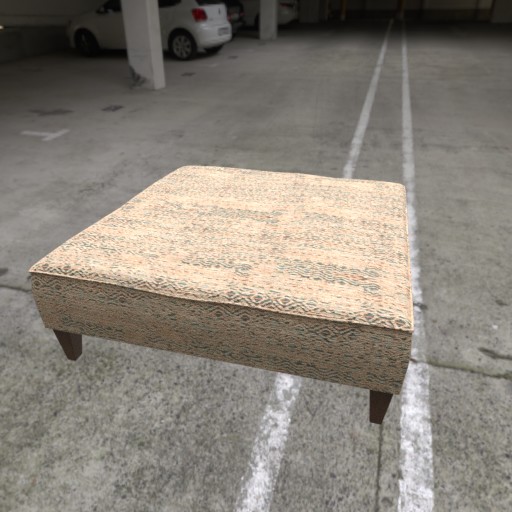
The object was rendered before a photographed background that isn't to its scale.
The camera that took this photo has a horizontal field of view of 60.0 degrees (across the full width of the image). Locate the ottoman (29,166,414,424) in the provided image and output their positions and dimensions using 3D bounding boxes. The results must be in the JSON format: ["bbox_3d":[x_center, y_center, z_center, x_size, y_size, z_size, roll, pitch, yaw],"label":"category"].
[{"bbox_3d":[0.000,0.000,1.525,0.968,0.356,1.004,7,29,14],"label":"ottoman"}]
